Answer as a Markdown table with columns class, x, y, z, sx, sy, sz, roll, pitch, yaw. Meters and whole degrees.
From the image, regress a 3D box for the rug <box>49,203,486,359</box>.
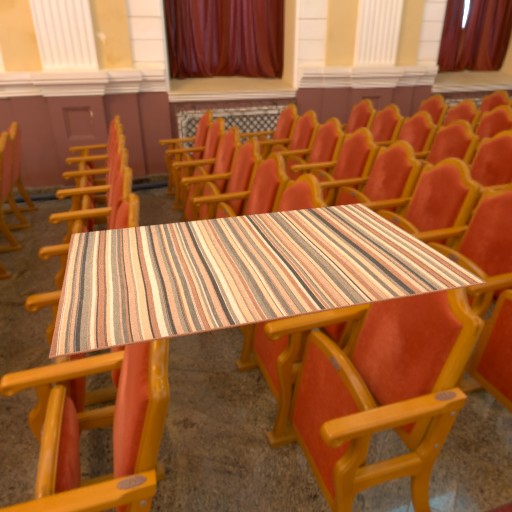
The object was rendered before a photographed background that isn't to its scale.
| class | x | y | z | sx | sy | sz | roll | pitch | yaw |
| --- | --- | --- | --- | --- | --- | --- | --- | --- | --- |
| rug | 0.000 | 0.000 | 3.001 | 2.438 | 0.014 | 1.523 | -7 | 27 | -15 |
